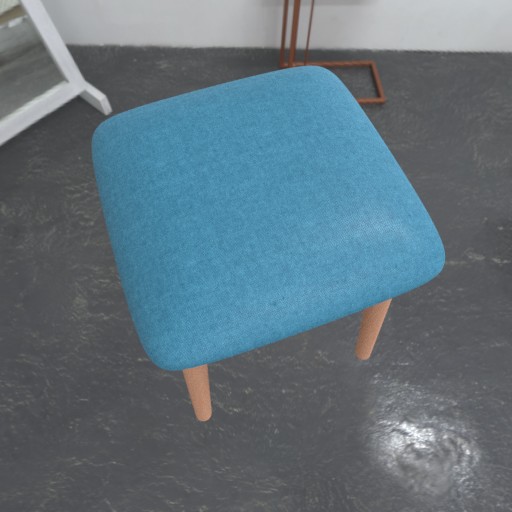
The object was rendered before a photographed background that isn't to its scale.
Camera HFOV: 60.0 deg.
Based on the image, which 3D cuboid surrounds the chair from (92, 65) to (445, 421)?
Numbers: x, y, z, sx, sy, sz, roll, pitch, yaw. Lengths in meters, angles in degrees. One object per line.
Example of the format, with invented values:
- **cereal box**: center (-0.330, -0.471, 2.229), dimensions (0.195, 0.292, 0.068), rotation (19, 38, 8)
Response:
- **chair**: center (0.000, 0.000, 0.689), dimensions (0.360, 0.450, 0.360), rotation (-18, 64, -9)
